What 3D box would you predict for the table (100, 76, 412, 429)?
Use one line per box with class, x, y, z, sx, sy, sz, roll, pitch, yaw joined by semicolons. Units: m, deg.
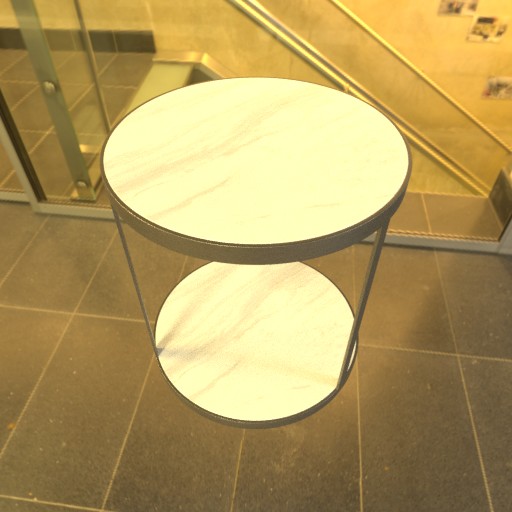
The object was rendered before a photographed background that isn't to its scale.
table;0.000;0.000;0.819;0.445;0.479;0.445;0;45;0
